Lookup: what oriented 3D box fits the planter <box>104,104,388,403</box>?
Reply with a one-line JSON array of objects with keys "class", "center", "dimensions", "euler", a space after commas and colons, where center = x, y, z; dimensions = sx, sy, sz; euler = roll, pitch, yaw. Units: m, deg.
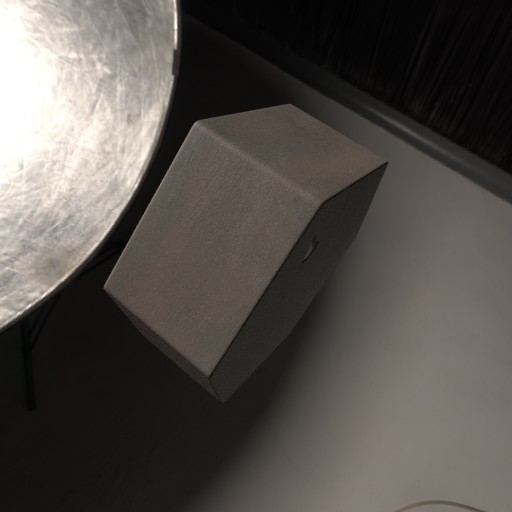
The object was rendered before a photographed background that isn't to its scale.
[{"class": "planter", "center": [0.000, 0.000, 0.300], "dimensions": [0.077, 0.206, 0.169], "euler": [36, 70, 16]}]
